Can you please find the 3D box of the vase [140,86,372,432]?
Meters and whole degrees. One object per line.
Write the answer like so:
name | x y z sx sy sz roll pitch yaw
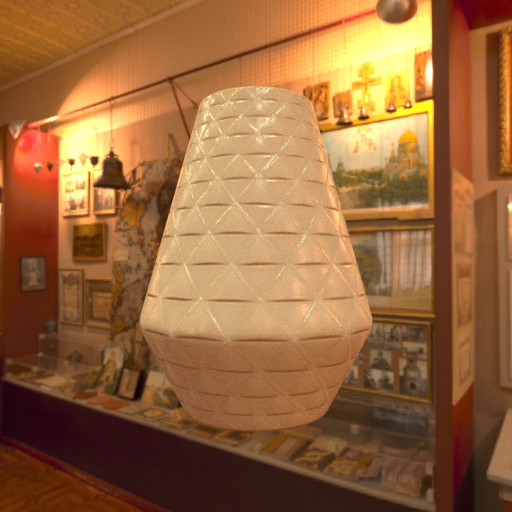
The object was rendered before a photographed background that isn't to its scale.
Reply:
vase | 0.000 0.000 0.344 0.175 0.230 0.175 0 -1 0
